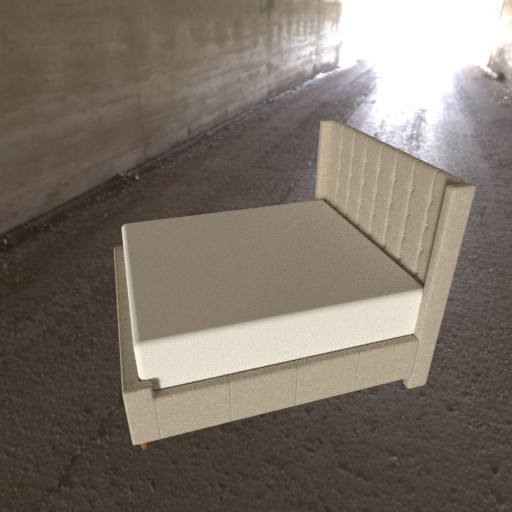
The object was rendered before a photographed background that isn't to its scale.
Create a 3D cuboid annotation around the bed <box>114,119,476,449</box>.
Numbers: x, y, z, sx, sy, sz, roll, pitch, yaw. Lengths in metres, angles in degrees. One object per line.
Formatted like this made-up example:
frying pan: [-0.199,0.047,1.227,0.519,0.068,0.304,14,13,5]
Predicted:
bed: [0.000,0.000,3.792,2.370,1.743,2.045,-9,30,-15]
